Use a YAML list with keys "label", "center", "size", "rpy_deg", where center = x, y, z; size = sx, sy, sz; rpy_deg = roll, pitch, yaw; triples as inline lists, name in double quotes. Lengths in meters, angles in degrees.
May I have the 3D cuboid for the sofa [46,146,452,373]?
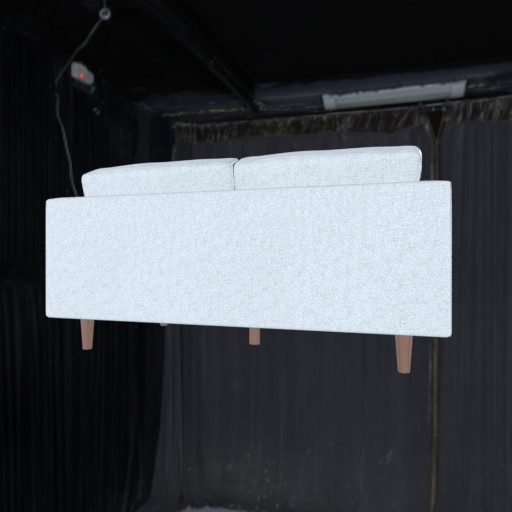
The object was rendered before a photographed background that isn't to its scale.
- label: "sofa"
  center: [0.000, 0.000, 2.269]
  size: [1.731, 0.900, 1.000]
  rpy_deg: [0, 0, 17]
